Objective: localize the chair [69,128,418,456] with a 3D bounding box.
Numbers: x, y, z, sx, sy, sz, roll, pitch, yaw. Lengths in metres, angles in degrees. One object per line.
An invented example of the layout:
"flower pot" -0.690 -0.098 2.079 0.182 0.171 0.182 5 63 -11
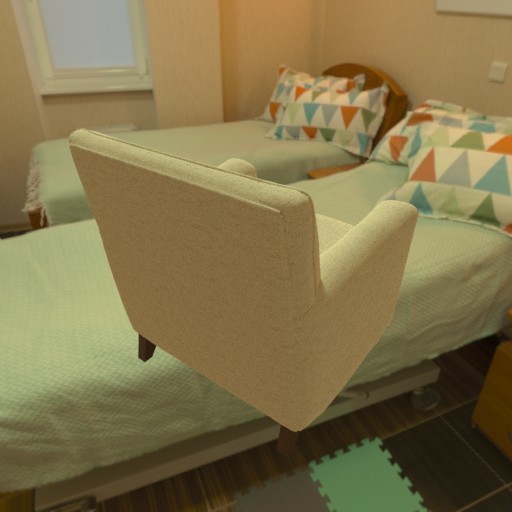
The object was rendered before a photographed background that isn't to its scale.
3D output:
"chair" 0.000 0.000 1.602 0.870 0.943 0.823 22 37 31
